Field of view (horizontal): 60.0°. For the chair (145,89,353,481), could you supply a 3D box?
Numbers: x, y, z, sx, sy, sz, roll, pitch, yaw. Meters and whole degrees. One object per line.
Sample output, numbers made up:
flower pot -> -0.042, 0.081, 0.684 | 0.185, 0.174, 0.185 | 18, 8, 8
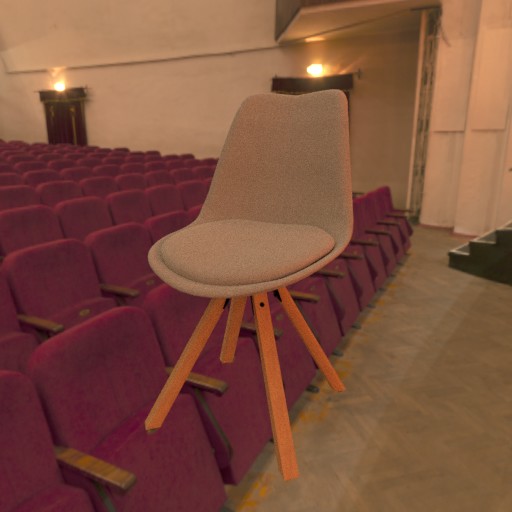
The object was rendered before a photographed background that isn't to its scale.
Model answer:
chair -> 0.000, 0.000, 1.171 | 0.474, 0.863, 0.549 | 7, 17, 26
